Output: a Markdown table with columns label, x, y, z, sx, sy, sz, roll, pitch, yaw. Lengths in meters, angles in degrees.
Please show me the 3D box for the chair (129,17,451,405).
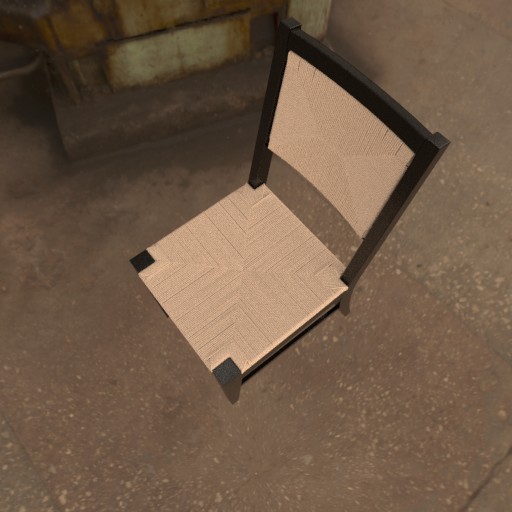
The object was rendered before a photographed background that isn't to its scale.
| label | x | y | z | sx | sy | sz | roll | pitch | yaw |
| --- | --- | --- | --- | --- | --- | --- | --- | --- | --- |
| chair | 0.000 | 0.000 | 1.196 | 0.552 | 0.927 | 0.437 | -36 | 69 | -16 |
